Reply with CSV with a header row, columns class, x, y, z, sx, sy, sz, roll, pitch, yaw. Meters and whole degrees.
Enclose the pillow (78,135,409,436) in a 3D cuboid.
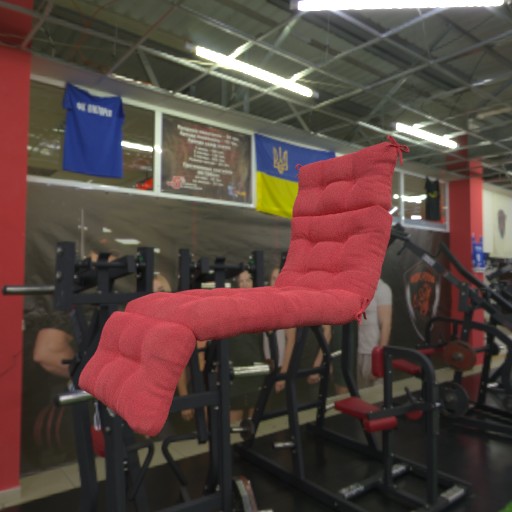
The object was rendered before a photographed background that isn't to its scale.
class,x,y,z,sx,sy,sz,roll,pitch,yaw
pillow,0.000,0.000,1.481,1.016,0.863,0.526,2,-3,-36
